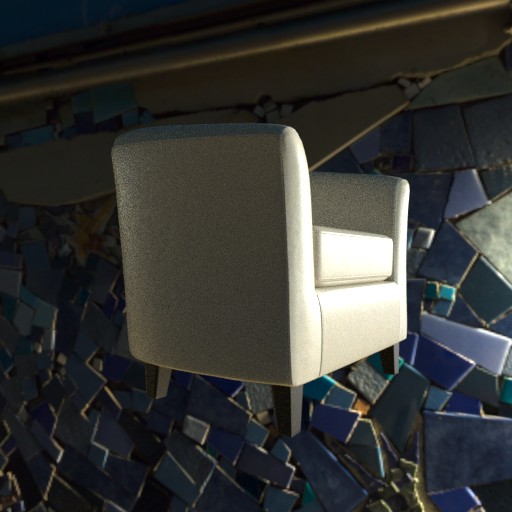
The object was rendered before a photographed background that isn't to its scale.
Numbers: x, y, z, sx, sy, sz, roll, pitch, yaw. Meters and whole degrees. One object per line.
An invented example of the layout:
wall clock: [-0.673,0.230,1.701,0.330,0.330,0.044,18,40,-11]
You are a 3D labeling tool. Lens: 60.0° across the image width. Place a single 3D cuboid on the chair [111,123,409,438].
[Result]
chair: [0.000,0.000,1.372,0.727,0.756,0.792,0,-1,36]
